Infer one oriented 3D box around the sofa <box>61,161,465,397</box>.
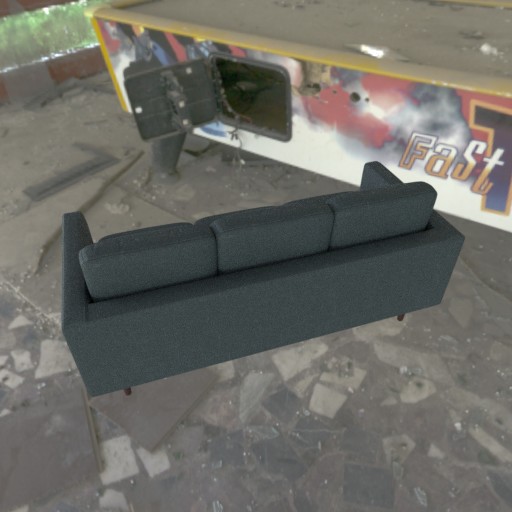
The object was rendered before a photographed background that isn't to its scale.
[{"bbox_3d":[0.000,0.000,2.568,2.013,0.945,0.935,-12,41,-14],"label":"sofa"}]
